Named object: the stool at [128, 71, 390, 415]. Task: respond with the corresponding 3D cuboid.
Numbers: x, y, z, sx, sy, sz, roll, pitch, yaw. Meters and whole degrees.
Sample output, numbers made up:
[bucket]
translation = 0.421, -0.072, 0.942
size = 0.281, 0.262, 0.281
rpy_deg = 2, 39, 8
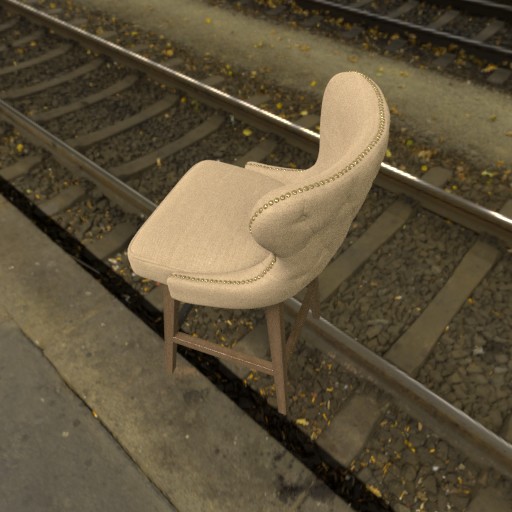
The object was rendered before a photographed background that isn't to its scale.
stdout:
[stool]
translation = 0.000, 0.000, 1.339
size = 0.597, 0.972, 0.615
rpy_deg = 15, 48, 14
